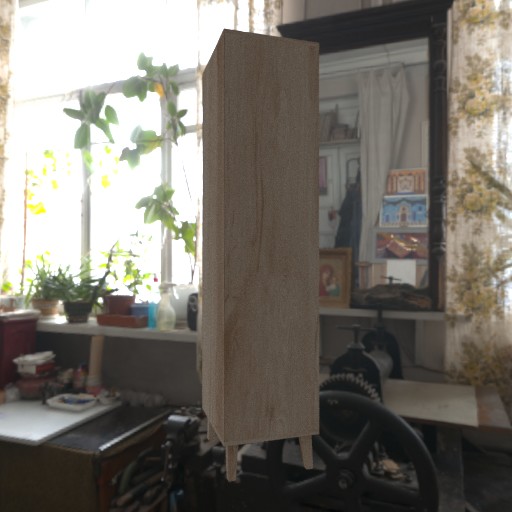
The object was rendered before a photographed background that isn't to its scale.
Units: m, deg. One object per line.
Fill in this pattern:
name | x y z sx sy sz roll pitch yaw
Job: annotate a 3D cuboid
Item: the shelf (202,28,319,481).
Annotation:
shelf | 0.000 0.000 2.215 0.450 1.960 0.510 0 0 -17
